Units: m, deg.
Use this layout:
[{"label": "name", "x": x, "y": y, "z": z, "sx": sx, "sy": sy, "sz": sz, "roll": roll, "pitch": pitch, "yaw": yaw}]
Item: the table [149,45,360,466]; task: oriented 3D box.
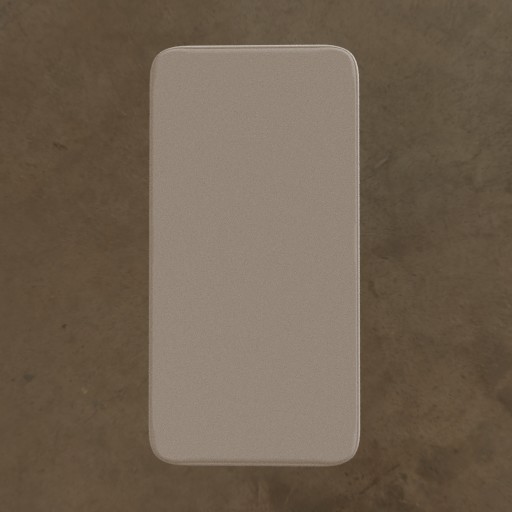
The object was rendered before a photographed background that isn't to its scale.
[{"label": "table", "x": 0.000, "y": 0.000, "z": 1.647, "sx": 0.610, "sy": 0.729, "sz": 1.219, "roll": 0, "pitch": 89, "yaw": 1}]
